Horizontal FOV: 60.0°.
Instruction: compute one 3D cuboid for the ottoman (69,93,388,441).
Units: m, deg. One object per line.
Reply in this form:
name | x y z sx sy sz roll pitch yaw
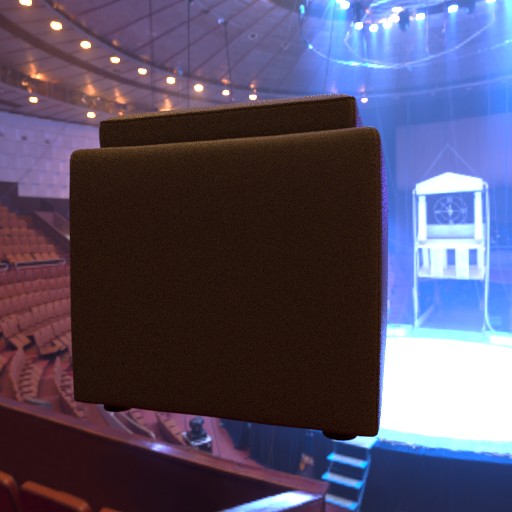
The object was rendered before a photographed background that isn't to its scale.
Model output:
ottoman | 0.000 0.000 0.790 0.450 0.460 0.451 0 1 17
